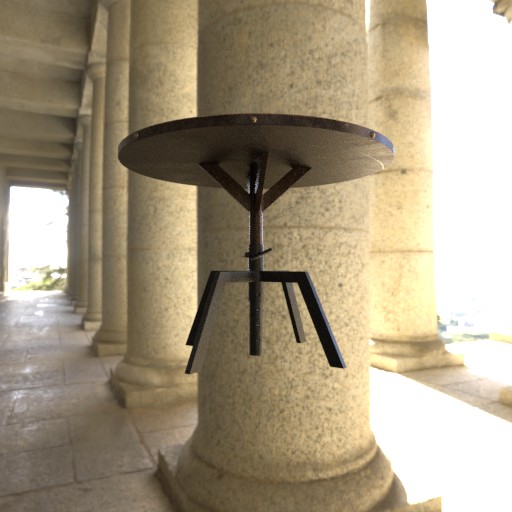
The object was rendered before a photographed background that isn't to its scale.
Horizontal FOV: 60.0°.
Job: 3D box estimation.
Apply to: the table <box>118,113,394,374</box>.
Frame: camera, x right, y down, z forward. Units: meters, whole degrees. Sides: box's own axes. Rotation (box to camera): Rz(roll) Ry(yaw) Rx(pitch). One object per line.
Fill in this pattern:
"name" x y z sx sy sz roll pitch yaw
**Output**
"table" 0.000 0.000 1.481 0.885 0.658 0.885 0 -1 0
